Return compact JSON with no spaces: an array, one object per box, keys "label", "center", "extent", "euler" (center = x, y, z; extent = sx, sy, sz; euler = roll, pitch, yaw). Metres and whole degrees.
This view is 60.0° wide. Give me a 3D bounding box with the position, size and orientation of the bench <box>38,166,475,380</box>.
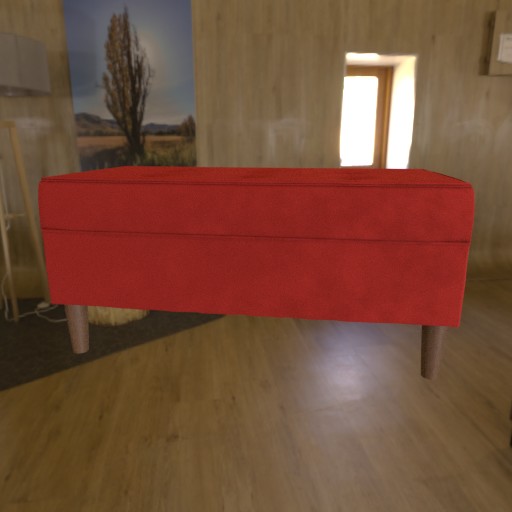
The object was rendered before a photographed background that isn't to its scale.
[{"label":"bench","center":[0.000,0.000,1.268],"extent":[1.016,0.471,0.492],"euler":[2,15,8]}]
